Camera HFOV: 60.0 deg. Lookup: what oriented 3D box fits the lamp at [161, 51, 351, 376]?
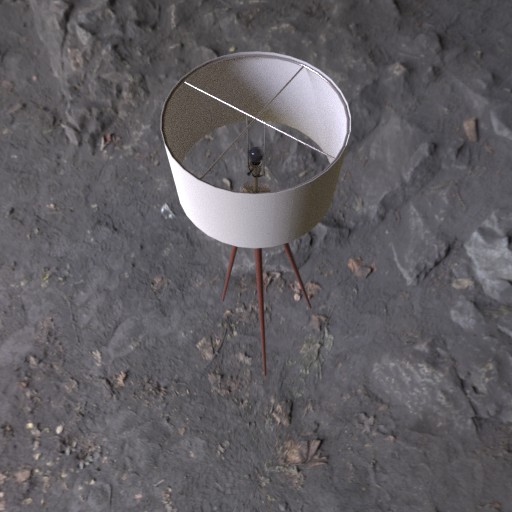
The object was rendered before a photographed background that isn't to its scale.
[{"bbox_3d":[0.000,0.000,1.813,0.483,1.553,0.483,31,67,15],"label":"lamp"}]
